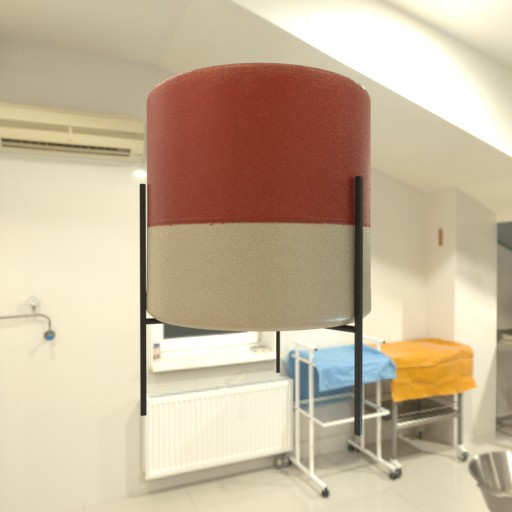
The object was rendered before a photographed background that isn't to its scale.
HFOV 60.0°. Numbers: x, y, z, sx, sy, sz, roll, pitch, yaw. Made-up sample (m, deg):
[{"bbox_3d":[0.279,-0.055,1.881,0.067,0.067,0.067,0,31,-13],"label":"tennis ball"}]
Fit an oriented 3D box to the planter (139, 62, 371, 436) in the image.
[{"bbox_3d":[0.000,0.000,0.697,0.354,0.465,0.345,0,1,-17],"label":"planter"}]
